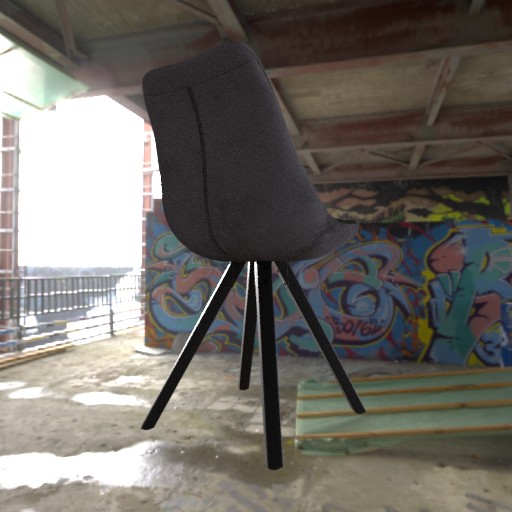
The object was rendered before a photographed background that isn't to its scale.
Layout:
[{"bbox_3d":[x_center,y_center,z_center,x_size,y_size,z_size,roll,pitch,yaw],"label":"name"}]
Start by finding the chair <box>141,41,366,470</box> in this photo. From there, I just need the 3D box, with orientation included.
[{"bbox_3d":[0.000,0.000,1.158,0.476,0.850,0.550,-1,-2,35],"label":"chair"}]
